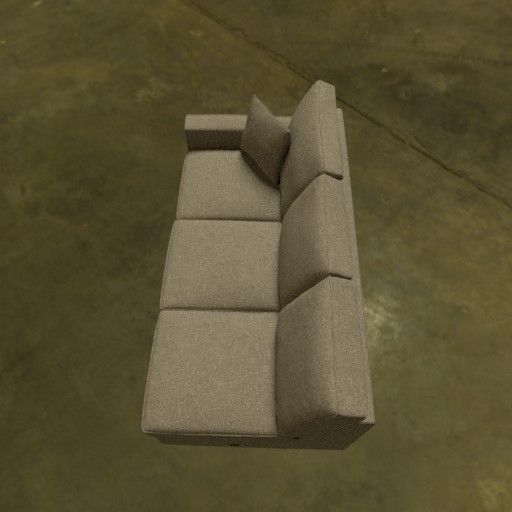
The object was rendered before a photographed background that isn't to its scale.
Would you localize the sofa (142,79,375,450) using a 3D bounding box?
[{"bbox_3d":[0.000,0.000,2.536,1.034,0.946,1.963,2,58,1],"label":"sofa"}]
